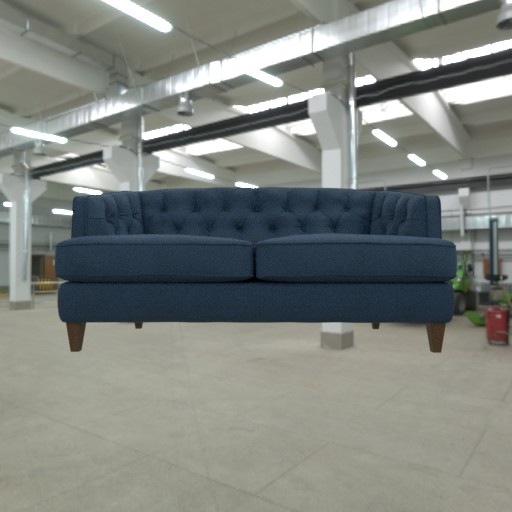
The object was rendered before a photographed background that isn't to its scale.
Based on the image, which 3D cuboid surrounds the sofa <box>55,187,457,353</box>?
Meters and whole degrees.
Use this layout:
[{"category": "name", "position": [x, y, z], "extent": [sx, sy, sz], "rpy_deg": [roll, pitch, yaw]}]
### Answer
[{"category": "sofa", "position": [0.000, 0.000, 2.309], "extent": [1.733, 0.854, 0.941], "rpy_deg": [0, -1, 1]}]
